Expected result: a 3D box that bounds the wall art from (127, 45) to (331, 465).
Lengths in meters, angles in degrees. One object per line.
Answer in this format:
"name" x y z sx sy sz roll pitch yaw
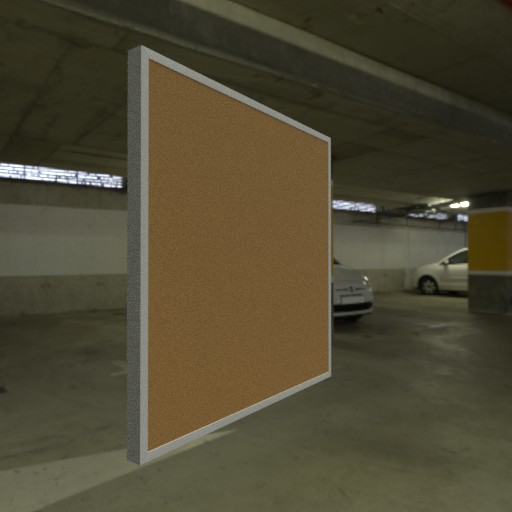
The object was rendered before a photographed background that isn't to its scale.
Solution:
"wall art" 0.000 0.000 1.122 0.038 0.762 0.762 0 -1 36
